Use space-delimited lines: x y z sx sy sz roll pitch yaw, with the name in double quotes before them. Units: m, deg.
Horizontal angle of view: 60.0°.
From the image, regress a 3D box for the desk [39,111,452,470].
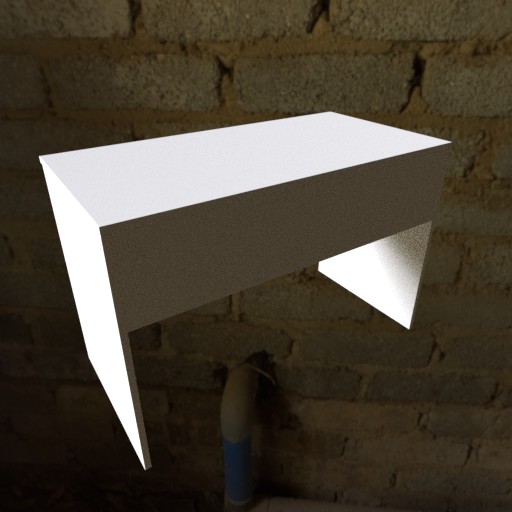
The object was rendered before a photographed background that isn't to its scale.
"desk" 0.000 0.000 1.495 1.100 0.730 0.560 -18 34 -29
